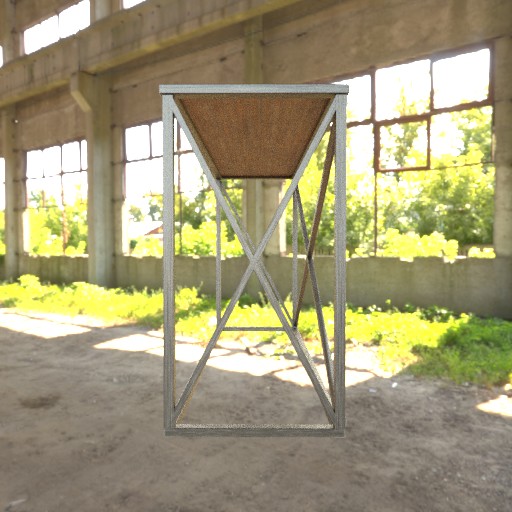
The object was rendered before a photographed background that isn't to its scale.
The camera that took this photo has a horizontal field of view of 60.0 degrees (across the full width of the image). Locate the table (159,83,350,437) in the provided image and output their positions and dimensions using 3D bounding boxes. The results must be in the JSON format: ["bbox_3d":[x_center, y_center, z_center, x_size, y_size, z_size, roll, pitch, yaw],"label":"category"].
[{"bbox_3d":[0.000,0.000,1.548,0.402,0.753,1.216,0,1,0],"label":"table"}]
